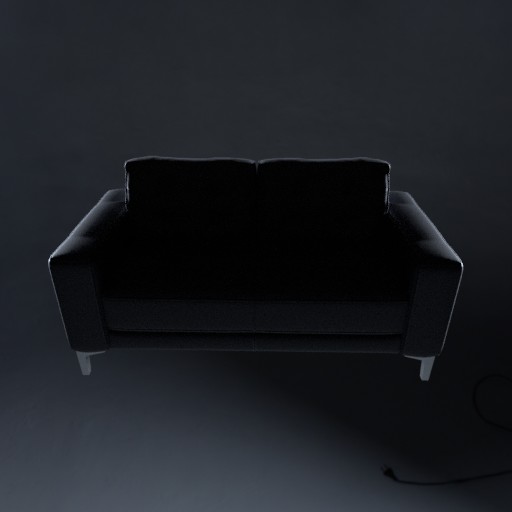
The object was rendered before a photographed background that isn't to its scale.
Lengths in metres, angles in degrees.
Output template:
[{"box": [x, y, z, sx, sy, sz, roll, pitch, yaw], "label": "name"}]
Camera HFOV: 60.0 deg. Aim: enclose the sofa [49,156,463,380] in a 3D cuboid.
[{"box": [0.000, 0.000, 2.228, 1.726, 0.893, 0.833, 1, 29, 1], "label": "sofa"}]
